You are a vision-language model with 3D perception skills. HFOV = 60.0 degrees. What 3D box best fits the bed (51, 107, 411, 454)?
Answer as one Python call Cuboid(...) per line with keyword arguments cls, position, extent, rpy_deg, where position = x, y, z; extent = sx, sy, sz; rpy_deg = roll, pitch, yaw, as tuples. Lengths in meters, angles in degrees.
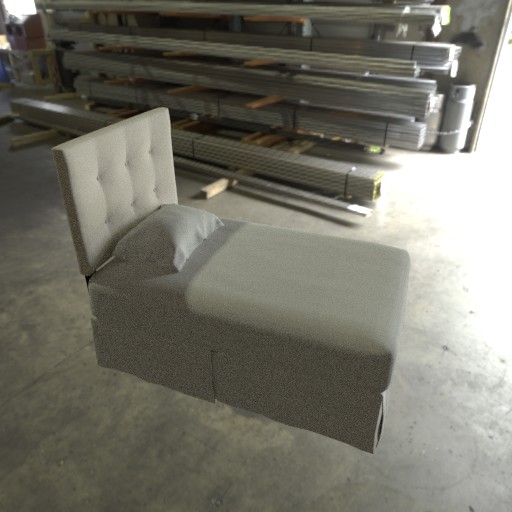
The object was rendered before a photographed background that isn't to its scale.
Cuboid(cls="bed", position=(0.000, 0.000, 2.949), extent=(1.997, 1.571, 1.261), rpy_deg=(11, 32, 18))
